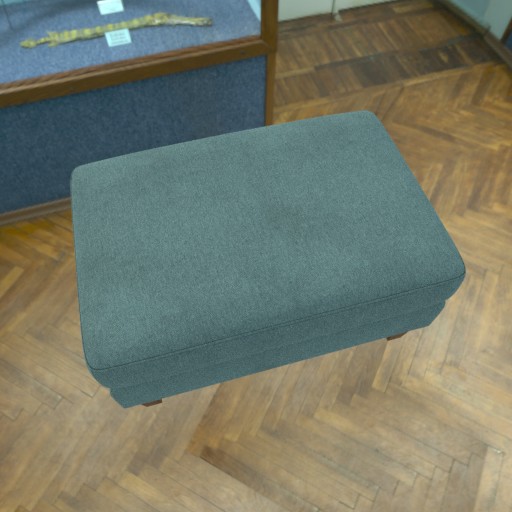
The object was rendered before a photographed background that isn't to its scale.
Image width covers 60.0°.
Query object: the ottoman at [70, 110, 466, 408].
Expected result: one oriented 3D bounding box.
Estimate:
[{"bbox_3d":[0.000,0.000,1.210,0.864,0.483,0.584,-13,60,-8],"label":"ottoman"}]
